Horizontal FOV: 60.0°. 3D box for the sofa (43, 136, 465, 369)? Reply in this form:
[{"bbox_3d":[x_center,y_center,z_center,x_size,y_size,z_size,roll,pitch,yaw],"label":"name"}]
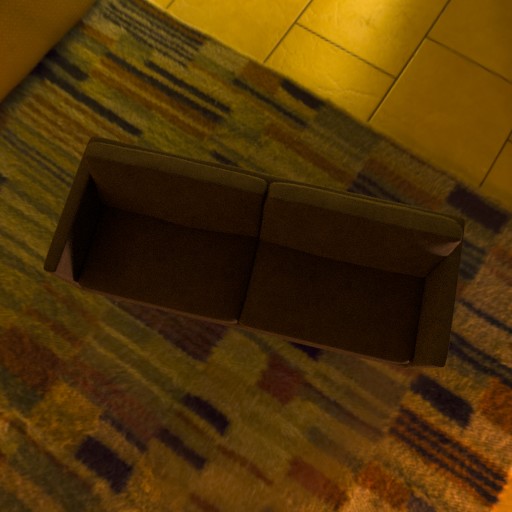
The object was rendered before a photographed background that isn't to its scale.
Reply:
[{"bbox_3d":[0.000,0.000,2.926,2.434,0.965,0.951,13,76,3],"label":"sofa"}]
